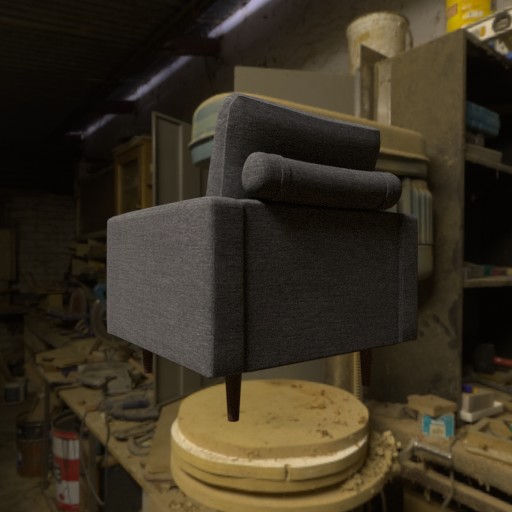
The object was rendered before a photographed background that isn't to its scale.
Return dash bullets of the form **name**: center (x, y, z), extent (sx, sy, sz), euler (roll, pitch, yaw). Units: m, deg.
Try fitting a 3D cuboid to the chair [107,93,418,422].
- **chair**: center (0.000, 0.000, 1.573), extent (0.821, 0.880, 0.843), euler (0, 0, -36)
